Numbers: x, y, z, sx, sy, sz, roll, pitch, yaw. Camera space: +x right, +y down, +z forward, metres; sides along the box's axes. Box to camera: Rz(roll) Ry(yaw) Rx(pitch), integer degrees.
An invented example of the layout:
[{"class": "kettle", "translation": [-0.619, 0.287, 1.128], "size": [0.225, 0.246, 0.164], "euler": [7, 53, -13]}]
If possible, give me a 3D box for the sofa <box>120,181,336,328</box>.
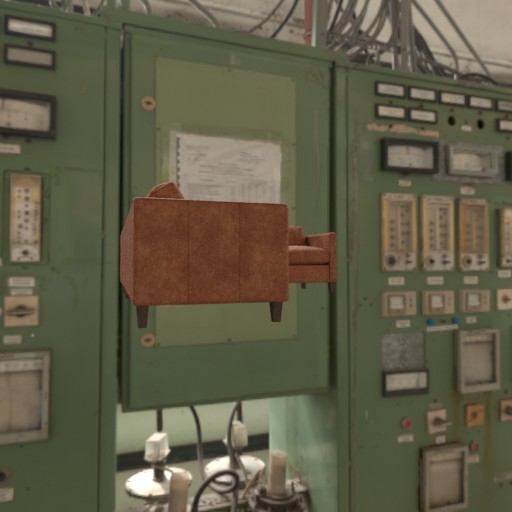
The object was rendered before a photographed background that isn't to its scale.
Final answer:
[{"class": "sofa", "translation": [0.000, 0.000, 4.228], "size": [2.438, 0.838, 3.167], "euler": [0, -1, -18]}]
